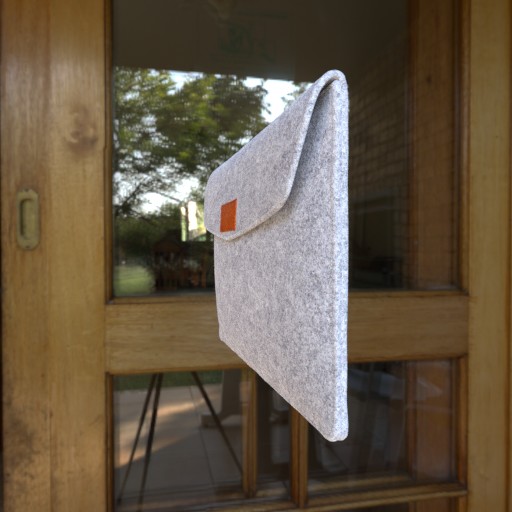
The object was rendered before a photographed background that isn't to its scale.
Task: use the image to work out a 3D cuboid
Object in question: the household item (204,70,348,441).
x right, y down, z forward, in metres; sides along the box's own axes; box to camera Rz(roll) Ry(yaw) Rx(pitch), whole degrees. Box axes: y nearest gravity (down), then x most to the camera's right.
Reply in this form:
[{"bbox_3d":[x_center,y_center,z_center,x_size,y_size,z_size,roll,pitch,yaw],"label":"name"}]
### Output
[{"bbox_3d":[0.000,0.000,0.419,0.057,0.221,0.335,0,1,-16],"label":"household item"}]
